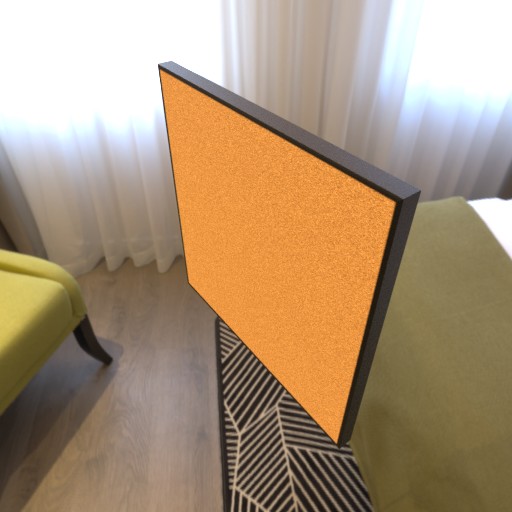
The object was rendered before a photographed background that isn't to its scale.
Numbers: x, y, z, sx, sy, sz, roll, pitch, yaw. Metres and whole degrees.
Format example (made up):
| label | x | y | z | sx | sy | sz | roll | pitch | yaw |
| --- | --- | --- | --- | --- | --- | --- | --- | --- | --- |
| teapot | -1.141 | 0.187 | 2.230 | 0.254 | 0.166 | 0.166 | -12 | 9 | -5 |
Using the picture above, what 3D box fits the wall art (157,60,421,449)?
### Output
| label | x | y | z | sx | sy | sz | roll | pitch | yaw |
| --- | --- | --- | --- | --- | --- | --- | --- | --- | --- |
| wall art | 0.000 | 0.000 | 1.137 | 0.042 | 0.766 | 0.769 | -26 | 47 | -27 |
